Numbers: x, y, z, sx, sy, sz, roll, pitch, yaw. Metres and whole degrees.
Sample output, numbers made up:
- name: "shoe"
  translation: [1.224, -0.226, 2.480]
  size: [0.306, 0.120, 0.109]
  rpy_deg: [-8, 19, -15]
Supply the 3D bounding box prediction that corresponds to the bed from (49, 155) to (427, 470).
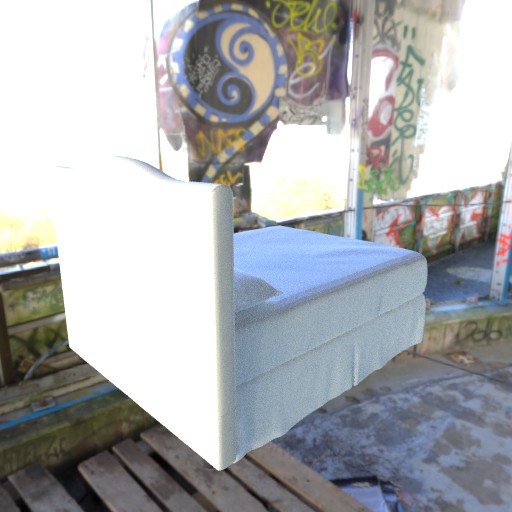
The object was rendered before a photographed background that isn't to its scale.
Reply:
- name: "bed"
  translation: [0.000, 0.000, 3.177]
  size: [2.143, 1.460, 1.753]
  rpy_deg: [-14, 20, -42]
